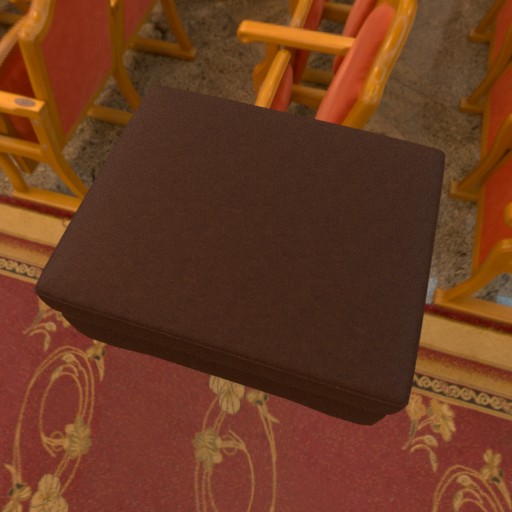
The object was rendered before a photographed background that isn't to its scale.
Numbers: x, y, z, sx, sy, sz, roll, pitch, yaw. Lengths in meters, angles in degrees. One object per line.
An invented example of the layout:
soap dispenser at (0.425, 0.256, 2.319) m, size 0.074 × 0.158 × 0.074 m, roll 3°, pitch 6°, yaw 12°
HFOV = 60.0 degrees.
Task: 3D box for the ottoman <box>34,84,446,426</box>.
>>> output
ottoman at (0.000, 0.000, 1.771) m, size 1.187 × 0.730 × 0.967 m, roll 16°, pitch 64°, yaw 8°
